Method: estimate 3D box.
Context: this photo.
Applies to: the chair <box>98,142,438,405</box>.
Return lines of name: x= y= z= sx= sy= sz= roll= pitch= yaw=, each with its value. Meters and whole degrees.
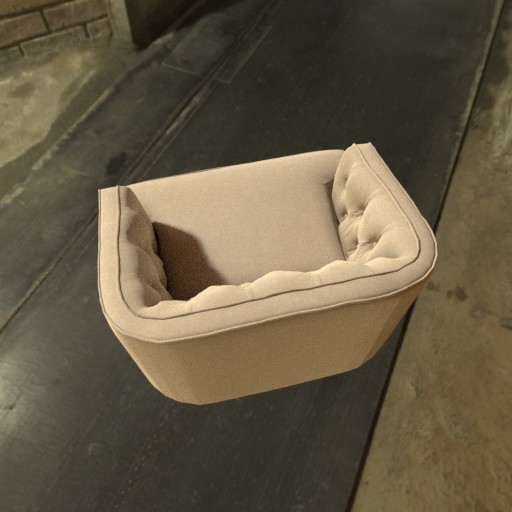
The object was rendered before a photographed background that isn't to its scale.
chair: x=0.000 y=0.000 z=1.800 sx=1.104 sy=0.852 sz=0.941 roll=-11 pitch=59 yaw=-7
